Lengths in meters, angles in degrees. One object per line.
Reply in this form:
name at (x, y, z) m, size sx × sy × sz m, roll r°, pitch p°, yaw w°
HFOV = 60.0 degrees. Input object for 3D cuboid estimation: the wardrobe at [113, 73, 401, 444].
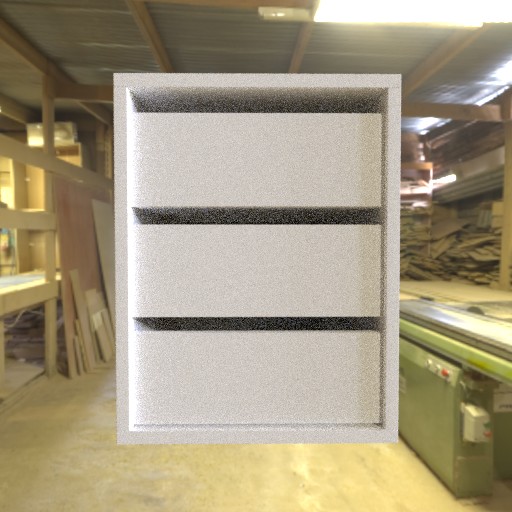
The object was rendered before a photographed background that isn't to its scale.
wardrobe at (0.000, 0.000, 0.871) m, size 0.400 × 0.520 × 0.500 m, roll 0°, pitch 2°, yaw -1°
